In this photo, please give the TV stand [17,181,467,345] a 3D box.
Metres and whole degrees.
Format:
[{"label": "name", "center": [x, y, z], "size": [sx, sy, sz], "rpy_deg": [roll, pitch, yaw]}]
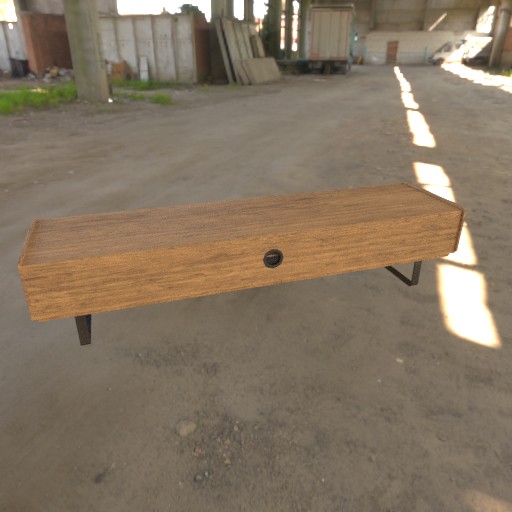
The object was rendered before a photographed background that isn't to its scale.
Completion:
[{"label": "TV stand", "center": [0.000, 0.000, 1.985], "size": [1.796, 0.415, 0.467], "rpy_deg": [-8, 27, -16]}]
